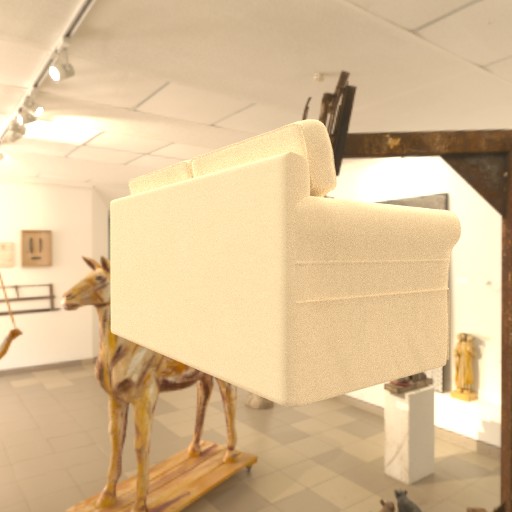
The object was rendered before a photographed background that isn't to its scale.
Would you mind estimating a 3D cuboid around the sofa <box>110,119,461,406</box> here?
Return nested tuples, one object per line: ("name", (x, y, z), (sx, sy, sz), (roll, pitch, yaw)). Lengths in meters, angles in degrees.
("sofa", (0.000, 0.000, 2.312), (0.991, 0.940, 1.727), (0, 1, -37))
